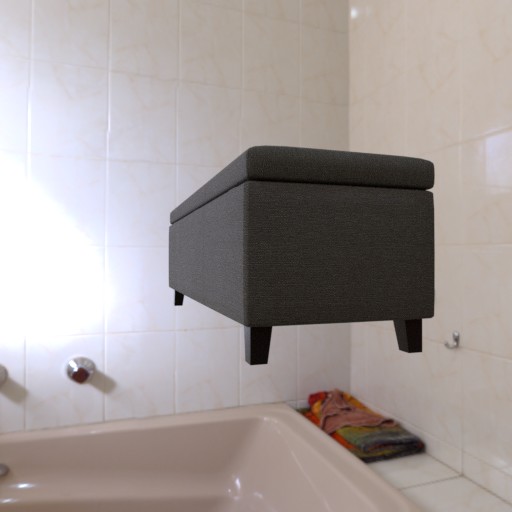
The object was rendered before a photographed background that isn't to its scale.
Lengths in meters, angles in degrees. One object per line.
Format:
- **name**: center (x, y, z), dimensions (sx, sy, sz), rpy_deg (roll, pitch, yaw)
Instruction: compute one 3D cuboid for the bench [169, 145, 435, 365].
- **bench**: center (0.000, 0.000, 1.500), dimensions (0.446, 0.438, 1.269), rpy_deg (0, 0, -18)
